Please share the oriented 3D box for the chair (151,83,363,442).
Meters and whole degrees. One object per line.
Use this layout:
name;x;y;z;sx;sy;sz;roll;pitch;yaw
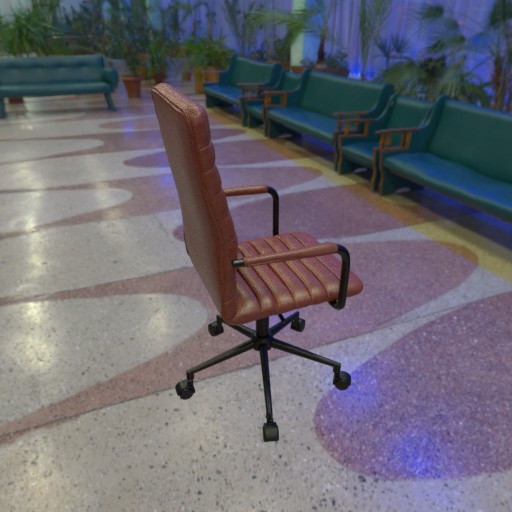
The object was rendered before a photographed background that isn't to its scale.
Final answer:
chair;0.000;0.000;1.360;0.580;0.979;0.608;-11;31;-19
